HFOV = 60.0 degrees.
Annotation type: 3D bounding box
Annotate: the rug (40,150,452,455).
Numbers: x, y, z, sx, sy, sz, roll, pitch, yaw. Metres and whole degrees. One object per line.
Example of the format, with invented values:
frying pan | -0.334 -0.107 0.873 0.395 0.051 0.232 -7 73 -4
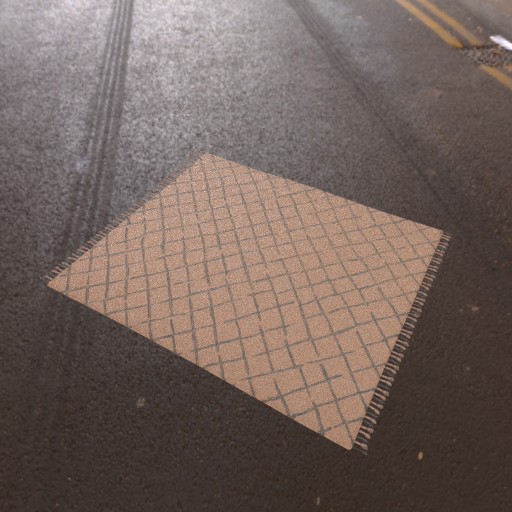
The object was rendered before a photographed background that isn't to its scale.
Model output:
rug | 0.000 0.000 4.859 3.585 0.036 2.892 22 49 21
